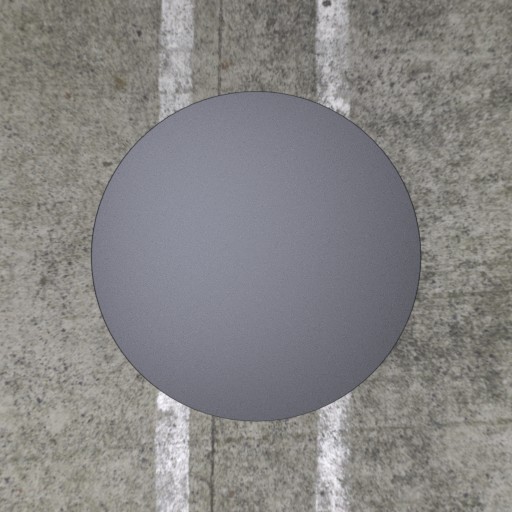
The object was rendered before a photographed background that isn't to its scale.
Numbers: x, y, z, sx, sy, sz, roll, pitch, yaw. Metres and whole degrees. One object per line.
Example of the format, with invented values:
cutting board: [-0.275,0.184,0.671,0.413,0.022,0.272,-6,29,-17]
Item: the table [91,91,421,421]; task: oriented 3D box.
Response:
table: [0.000,0.000,1.451,0.914,0.457,0.914,0,91,0]
